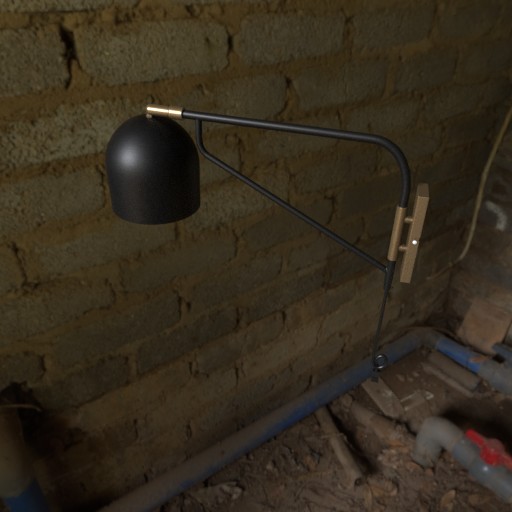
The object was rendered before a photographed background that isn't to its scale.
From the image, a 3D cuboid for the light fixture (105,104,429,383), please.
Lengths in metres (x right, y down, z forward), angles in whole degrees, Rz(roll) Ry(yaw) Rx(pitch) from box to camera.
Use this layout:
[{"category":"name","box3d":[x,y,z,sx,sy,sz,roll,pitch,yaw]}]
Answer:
[{"category":"light fixture","box3d":[0.000,0.000,1.090,0.720,0.696,0.215,9,33,14]}]
